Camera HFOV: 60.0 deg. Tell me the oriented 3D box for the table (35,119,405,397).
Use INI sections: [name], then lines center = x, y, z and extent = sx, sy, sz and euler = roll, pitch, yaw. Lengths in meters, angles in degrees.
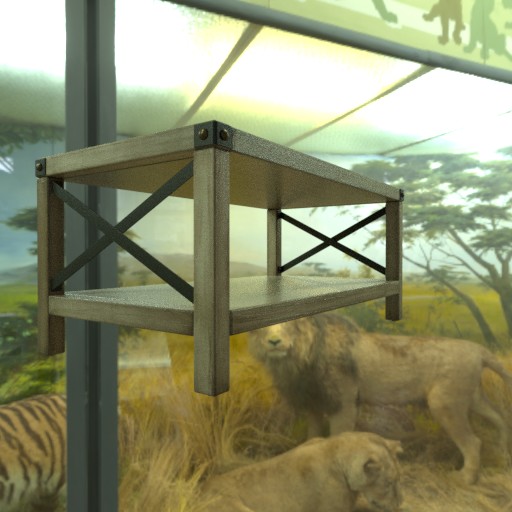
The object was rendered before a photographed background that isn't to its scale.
[table]
center = 0.000, 0.000, 1.279
extent = 0.559, 0.456, 1.016
euler = 0, 1, 35
